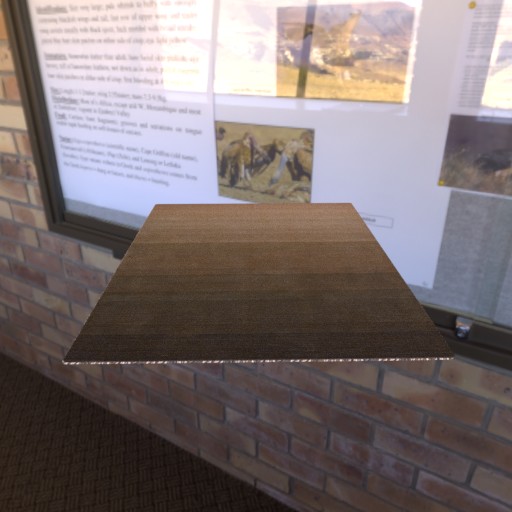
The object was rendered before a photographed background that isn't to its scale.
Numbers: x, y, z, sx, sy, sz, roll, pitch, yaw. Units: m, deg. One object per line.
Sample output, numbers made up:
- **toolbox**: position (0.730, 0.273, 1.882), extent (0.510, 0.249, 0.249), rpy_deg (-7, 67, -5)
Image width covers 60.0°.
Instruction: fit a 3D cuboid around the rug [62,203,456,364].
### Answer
- **rug**: position (0.000, 0.000, 3.883), extent (2.305, 0.017, 2.902), rpy_deg (0, 25, -1)
